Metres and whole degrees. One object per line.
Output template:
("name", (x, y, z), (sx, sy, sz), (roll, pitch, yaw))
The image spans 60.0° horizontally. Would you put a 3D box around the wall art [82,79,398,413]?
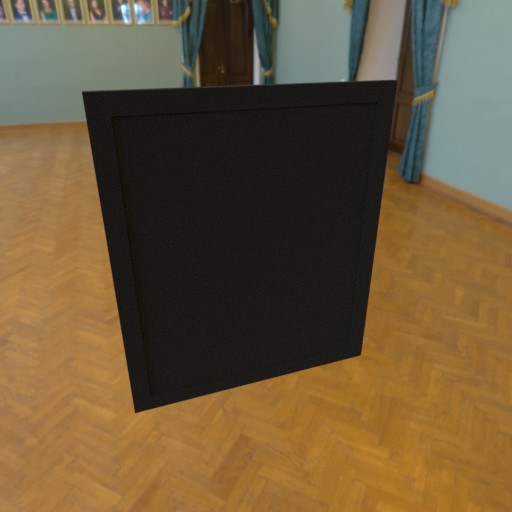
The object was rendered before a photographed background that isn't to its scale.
("wall art", (0.000, 0.000, 0.500), (0.311, 0.361, 0.010), (-9, 28, -18))
